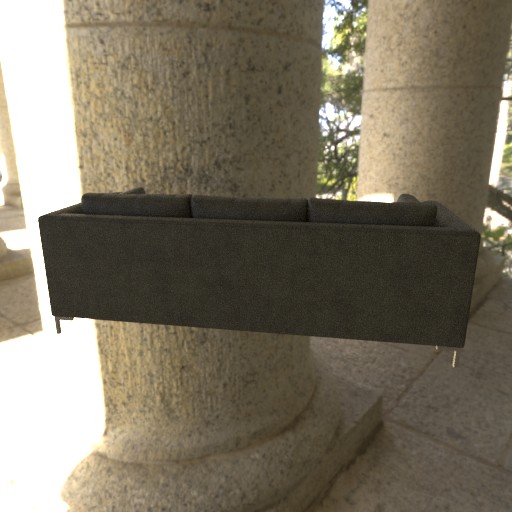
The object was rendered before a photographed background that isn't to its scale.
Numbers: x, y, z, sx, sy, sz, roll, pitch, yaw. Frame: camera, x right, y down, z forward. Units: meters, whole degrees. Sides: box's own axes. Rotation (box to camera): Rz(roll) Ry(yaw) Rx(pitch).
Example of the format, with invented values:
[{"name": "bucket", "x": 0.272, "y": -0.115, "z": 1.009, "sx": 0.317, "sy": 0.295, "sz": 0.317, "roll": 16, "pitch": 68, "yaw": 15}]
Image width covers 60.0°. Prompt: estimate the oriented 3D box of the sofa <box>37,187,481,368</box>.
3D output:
[{"name": "sofa", "x": 0.000, "y": 0.000, "z": 2.914, "sx": 2.415, "sy": 0.867, "sz": 0.969, "roll": 3, "pitch": 17, "yaw": 9}]
